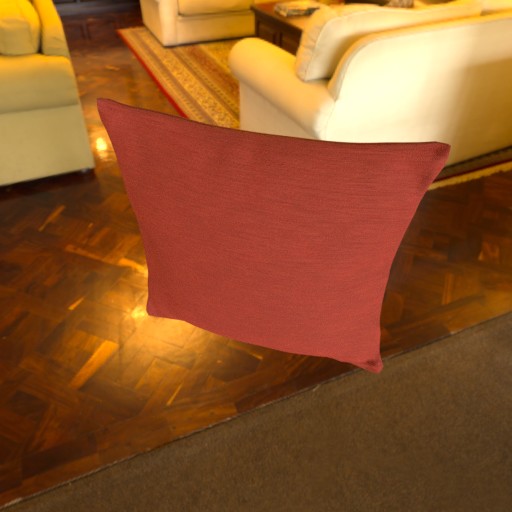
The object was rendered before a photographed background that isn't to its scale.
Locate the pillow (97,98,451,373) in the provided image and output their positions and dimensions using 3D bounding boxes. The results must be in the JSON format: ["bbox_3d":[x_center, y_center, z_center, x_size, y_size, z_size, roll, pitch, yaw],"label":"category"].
[{"bbox_3d":[0.000,0.000,0.647,0.435,0.416,0.151,12,42,13],"label":"pillow"}]
